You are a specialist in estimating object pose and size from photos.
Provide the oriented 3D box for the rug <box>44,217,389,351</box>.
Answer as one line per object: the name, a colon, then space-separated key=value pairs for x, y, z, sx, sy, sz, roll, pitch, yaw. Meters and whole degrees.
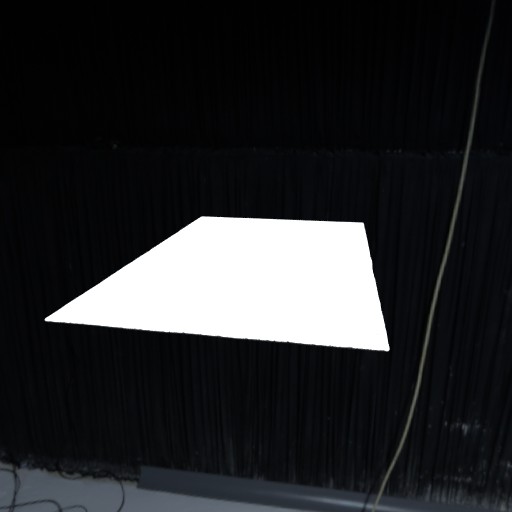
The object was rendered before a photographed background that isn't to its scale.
rug: x=0.000 y=0.000 z=3.048 sx=1.546 sy=0.010 sz=2.442 roll=3 pitch=17 yaw=10
